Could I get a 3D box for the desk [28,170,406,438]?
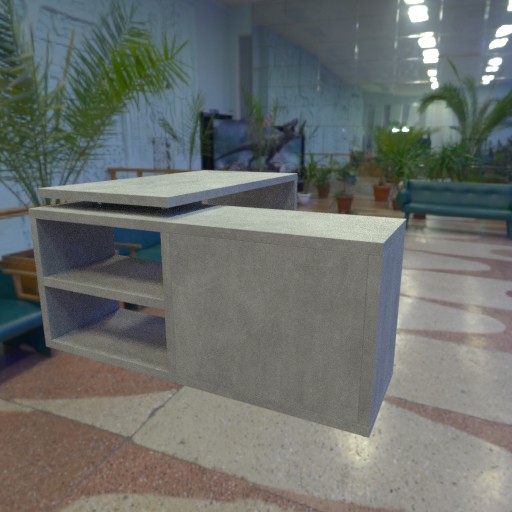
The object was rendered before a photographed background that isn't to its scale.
[{"bbox_3d":[0.000,0.000,2.271,1.500,0.740,1.400,7,16,25],"label":"desk"}]
